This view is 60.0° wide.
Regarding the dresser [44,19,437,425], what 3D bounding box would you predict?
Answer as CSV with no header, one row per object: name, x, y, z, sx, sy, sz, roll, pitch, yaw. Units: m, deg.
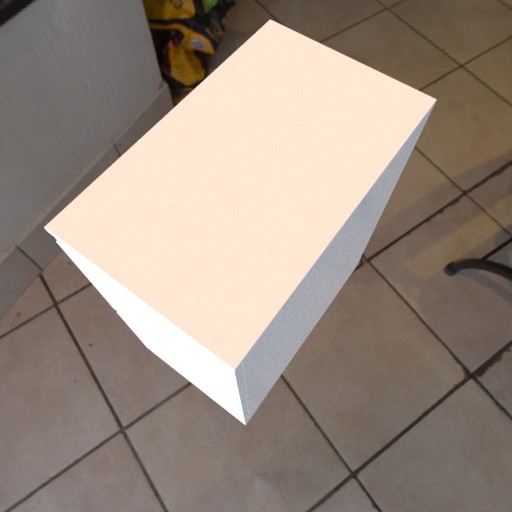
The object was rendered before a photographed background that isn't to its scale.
dresser,0.000,0.000,1.160,0.400,0.800,0.650,33,68,15
